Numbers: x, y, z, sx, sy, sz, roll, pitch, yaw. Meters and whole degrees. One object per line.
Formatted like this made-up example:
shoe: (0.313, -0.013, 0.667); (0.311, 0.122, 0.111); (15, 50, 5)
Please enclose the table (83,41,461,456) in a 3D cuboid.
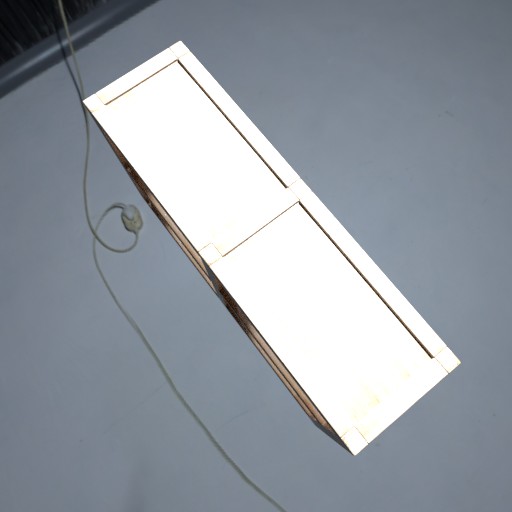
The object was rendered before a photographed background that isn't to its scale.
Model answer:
table: (0.000, 0.000, 1.660); (0.381, 0.762, 1.320); (-37, 78, -9)
